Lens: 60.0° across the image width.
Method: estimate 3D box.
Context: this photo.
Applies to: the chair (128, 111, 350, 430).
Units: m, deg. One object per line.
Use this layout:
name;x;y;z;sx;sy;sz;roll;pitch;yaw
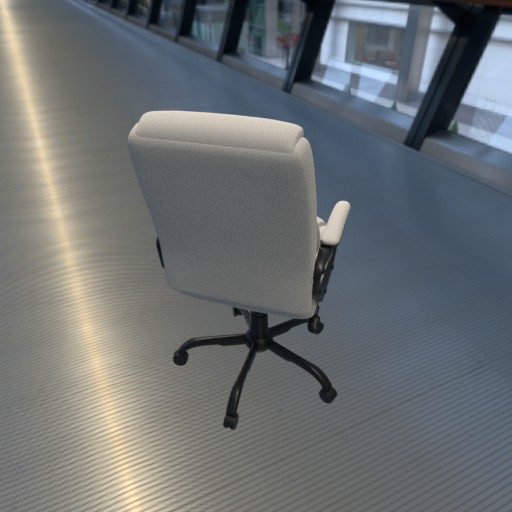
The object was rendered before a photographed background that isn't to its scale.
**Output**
chair;0.000;0.000;1.481;0.663;1.065;0.669;10;34;15
